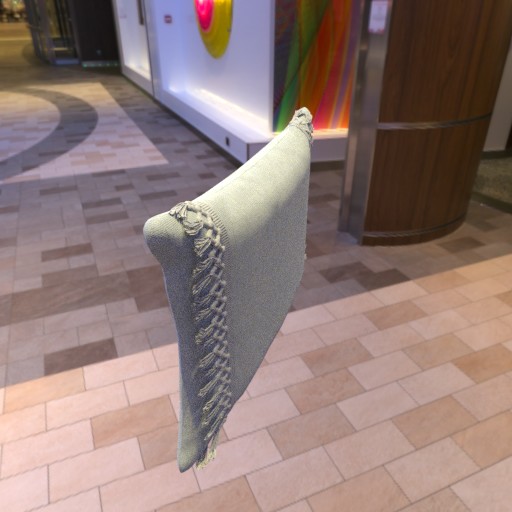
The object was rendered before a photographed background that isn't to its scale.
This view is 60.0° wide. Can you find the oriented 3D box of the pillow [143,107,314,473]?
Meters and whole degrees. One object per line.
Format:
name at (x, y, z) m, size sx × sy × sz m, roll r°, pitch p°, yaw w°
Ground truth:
pillow at (0.000, 0.000, 0.592) m, size 0.084 × 0.305 × 0.466 m, roll 10°, pitch 31°, yaw 18°
